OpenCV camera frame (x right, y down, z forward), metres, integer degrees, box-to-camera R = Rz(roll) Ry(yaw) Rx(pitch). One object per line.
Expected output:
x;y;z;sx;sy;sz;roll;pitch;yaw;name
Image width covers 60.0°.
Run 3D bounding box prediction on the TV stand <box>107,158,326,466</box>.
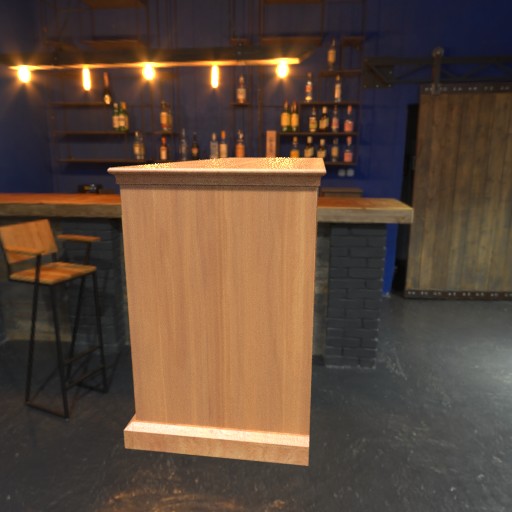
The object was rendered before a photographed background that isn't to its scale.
0.000;0.000;1.449;0.417;0.607;1.181;2;14;8;TV stand
